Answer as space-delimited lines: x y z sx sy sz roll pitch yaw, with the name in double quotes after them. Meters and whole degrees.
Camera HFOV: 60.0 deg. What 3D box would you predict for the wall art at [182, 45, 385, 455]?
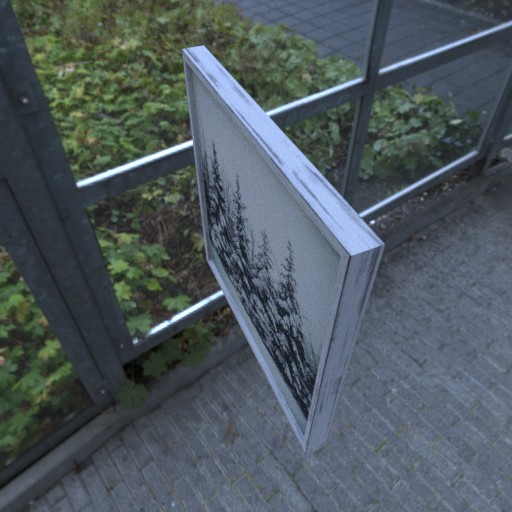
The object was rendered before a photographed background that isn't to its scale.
0.000 0.000 0.750 0.038 0.506 0.506 -18 49 -16 "wall art"
